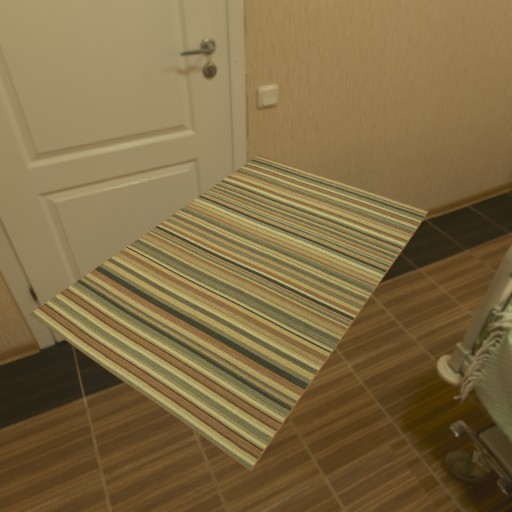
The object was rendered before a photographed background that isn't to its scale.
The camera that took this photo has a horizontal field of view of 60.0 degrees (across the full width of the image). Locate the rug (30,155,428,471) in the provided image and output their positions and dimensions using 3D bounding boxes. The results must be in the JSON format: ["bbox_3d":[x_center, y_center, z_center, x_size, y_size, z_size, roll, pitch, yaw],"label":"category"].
[{"bbox_3d":[0.000,0.000,2.302,1.219,0.008,1.829,24,46,26],"label":"rug"}]
